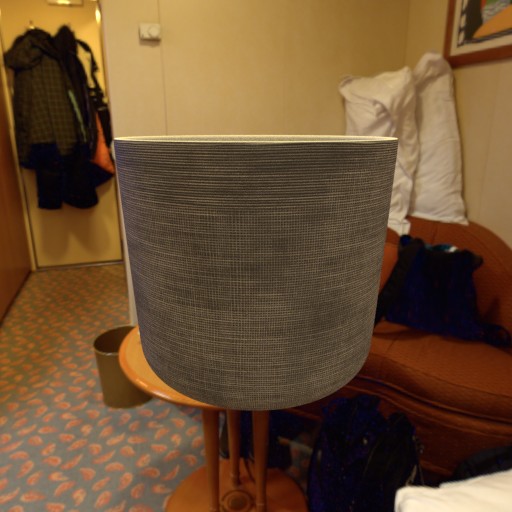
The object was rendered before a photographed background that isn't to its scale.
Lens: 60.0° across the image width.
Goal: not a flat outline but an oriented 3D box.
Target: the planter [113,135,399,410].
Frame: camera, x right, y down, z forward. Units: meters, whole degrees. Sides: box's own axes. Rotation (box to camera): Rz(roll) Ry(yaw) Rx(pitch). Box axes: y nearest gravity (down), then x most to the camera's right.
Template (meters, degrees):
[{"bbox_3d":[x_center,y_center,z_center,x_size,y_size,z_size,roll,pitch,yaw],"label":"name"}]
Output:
[{"bbox_3d":[0.000,0.000,0.770,0.440,0.398,0.440,0,16,0],"label":"planter"}]
